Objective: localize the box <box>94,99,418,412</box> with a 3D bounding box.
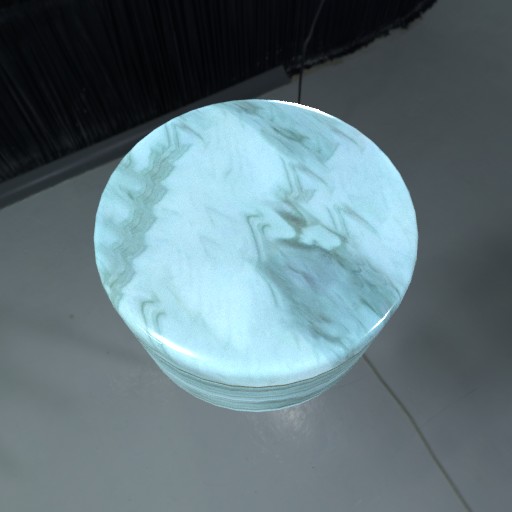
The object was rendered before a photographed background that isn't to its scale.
[{"bbox_3d":[0.000,0.000,0.163,0.101,0.063,0.101,0,62,0],"label":"box"}]
